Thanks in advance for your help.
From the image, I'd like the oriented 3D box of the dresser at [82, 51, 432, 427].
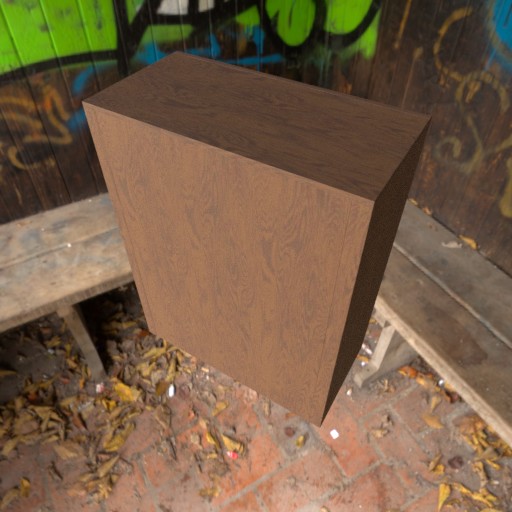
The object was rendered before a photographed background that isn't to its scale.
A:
[{"bbox_3d":[0.000,0.000,1.836,0.964,1.320,0.516,23,50,21],"label":"dresser"}]
